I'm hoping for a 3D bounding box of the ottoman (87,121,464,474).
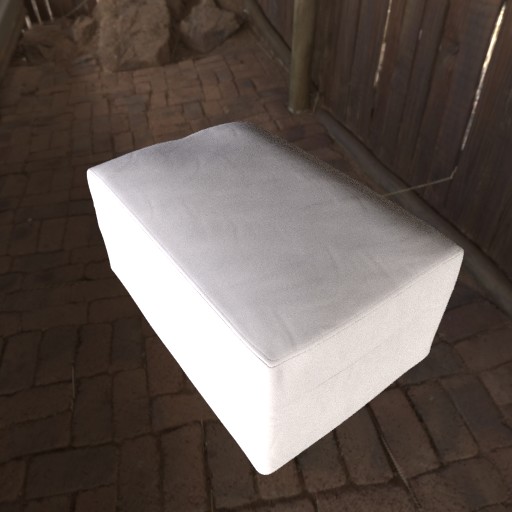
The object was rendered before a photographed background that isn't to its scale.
[{"bbox_3d":[0.000,0.000,1.218,0.590,0.444,0.872,-26,47,-27],"label":"ottoman"}]
